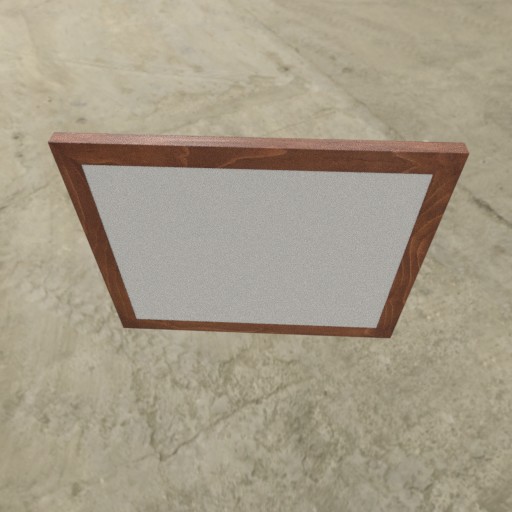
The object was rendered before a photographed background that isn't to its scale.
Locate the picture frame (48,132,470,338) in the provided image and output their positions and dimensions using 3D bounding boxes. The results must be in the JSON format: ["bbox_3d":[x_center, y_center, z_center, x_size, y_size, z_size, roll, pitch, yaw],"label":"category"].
[{"bbox_3d":[0.000,0.000,0.765,0.559,0.457,0.025,2,48,2],"label":"picture frame"}]
